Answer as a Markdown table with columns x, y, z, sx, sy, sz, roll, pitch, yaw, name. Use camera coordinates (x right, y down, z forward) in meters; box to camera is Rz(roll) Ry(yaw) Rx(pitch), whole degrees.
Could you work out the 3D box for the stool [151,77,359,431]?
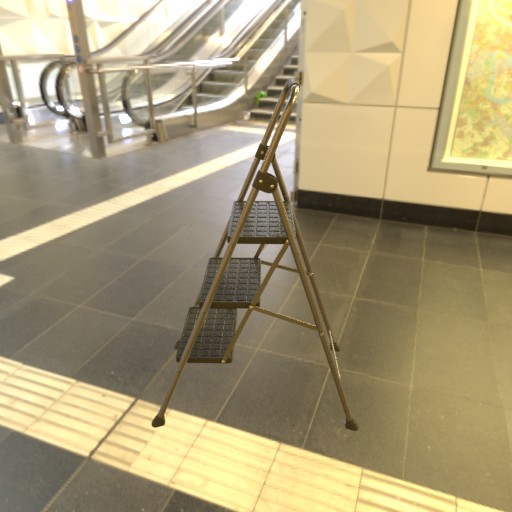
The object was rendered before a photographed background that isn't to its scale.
| x | y | z | sx | sy | sz | roll | pitch | yaw | name |
| --- | --- | --- | --- | --- | --- | --- | --- | --- | --- |
| 0.000 | 0.000 | 1.512 | 0.733 | 1.121 | 0.473 | 1 | 27 | 1 | stool |
